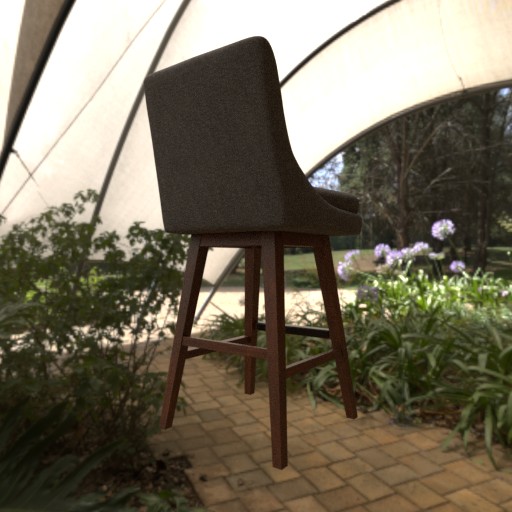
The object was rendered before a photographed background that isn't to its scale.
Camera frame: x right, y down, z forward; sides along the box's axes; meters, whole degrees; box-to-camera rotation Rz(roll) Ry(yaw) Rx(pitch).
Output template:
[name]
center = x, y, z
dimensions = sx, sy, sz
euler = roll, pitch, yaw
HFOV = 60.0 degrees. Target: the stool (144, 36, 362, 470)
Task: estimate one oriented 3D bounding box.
[stool]
center = 0.000, 0.000, 1.392
dimensions = 0.489, 1.068, 0.572
euler = 0, 0, 37
